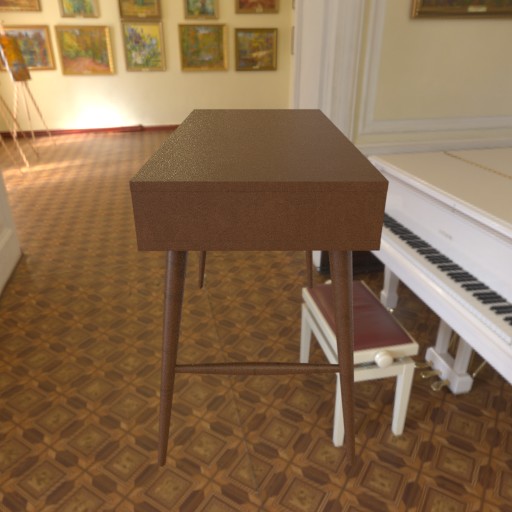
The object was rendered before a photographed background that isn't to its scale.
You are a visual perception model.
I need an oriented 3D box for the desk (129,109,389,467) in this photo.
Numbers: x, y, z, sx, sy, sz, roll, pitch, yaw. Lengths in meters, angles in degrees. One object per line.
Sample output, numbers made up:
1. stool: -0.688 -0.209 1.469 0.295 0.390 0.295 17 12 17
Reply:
1. desk: 0.000 0.000 1.391 0.510 0.758 0.949 0 26 0
